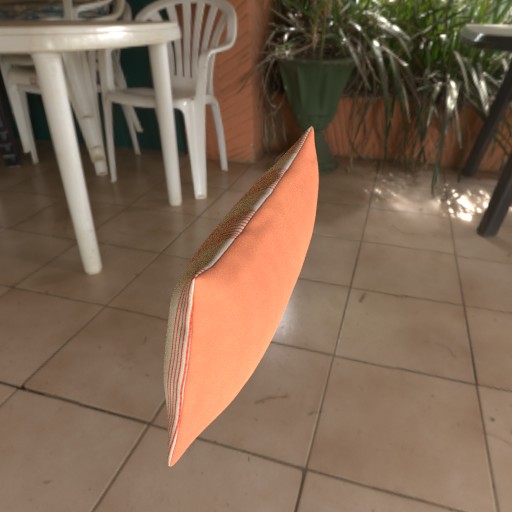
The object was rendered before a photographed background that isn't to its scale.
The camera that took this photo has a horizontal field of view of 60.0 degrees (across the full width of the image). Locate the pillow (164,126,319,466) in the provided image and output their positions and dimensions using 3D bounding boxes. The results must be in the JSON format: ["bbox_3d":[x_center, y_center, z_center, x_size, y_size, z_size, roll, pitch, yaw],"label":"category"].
[{"bbox_3d":[0.000,0.000,0.733,0.156,0.292,0.608,8,30,14],"label":"pillow"}]
